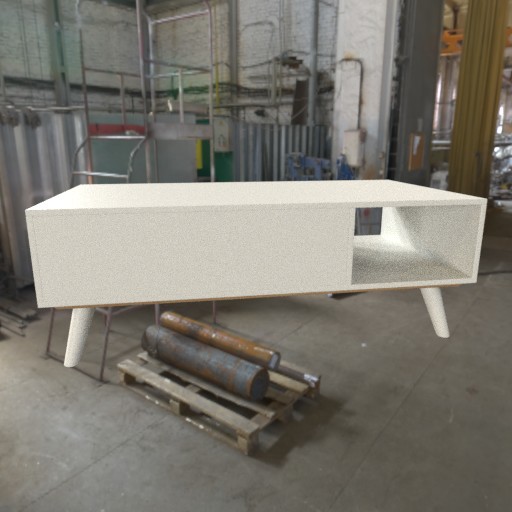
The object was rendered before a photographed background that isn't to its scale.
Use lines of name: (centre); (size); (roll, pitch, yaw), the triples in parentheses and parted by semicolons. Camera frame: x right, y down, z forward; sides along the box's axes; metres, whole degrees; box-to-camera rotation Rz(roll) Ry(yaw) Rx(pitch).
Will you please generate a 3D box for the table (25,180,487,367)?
table: (0.000, 0.000, 1.473); (1.194, 0.432, 0.609); (-2, 15, -9)
